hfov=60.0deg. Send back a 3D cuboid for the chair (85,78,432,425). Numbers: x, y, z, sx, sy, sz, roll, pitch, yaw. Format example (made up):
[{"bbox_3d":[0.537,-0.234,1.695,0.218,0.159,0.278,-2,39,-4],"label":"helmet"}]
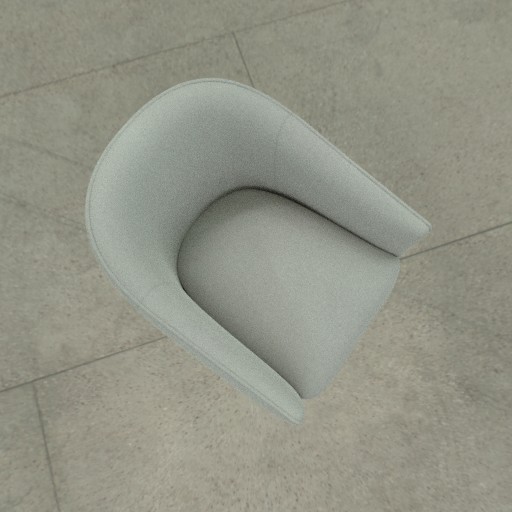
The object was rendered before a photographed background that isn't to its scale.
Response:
[{"bbox_3d":[0.000,0.000,1.479,0.875,0.799,0.747,35,78,8],"label":"chair"}]
